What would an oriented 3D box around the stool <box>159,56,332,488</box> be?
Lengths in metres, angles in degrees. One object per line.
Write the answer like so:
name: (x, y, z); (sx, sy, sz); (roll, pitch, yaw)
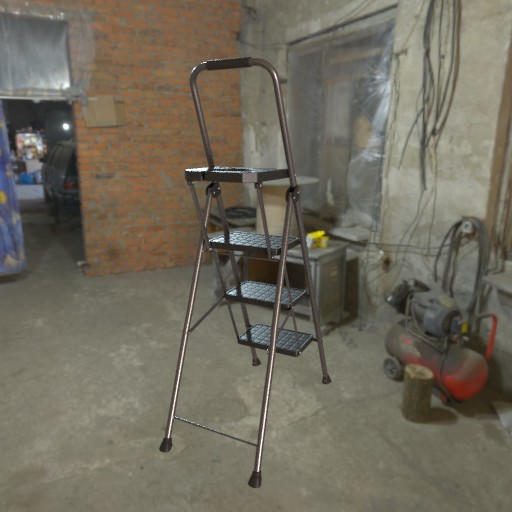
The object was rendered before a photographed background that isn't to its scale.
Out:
stool: (0.000, 0.000, 1.611); (0.396, 1.277, 0.733); (7, 16, 27)
